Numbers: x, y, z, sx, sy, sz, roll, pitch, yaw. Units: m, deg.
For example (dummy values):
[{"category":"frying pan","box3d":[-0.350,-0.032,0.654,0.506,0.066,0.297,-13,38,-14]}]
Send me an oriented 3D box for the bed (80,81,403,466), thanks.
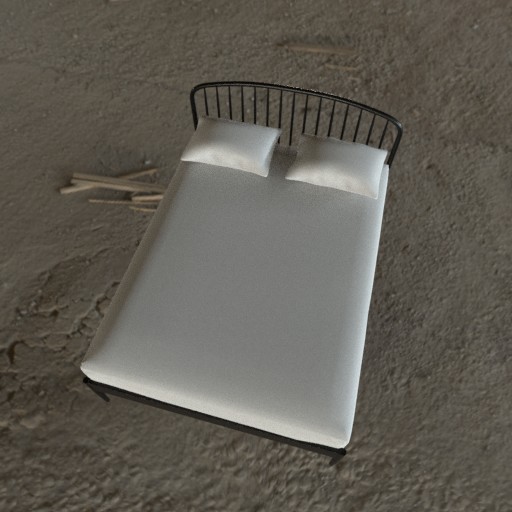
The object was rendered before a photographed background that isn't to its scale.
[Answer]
[{"category":"bed","box3d":[0.000,0.000,3.038,1.618,1.166,2.159,13,58,8]}]
